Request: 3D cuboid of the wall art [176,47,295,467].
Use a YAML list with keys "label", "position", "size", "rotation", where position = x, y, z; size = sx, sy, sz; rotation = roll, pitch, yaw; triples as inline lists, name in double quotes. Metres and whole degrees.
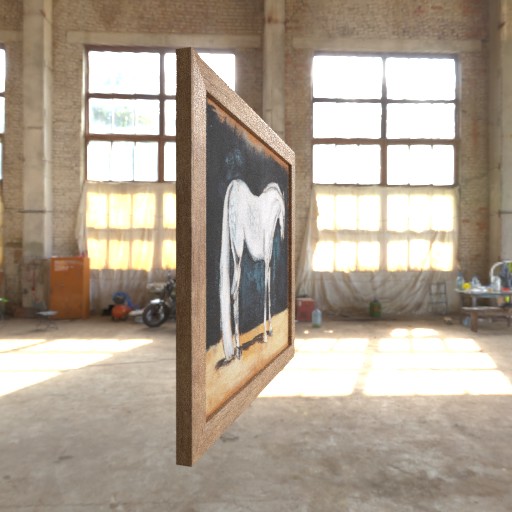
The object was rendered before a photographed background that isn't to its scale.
- label: "wall art"
  position: [0.000, 0.000, 0.953]
  size: [0.026, 0.588, 0.690]
  rotation: [0, 0, 17]
